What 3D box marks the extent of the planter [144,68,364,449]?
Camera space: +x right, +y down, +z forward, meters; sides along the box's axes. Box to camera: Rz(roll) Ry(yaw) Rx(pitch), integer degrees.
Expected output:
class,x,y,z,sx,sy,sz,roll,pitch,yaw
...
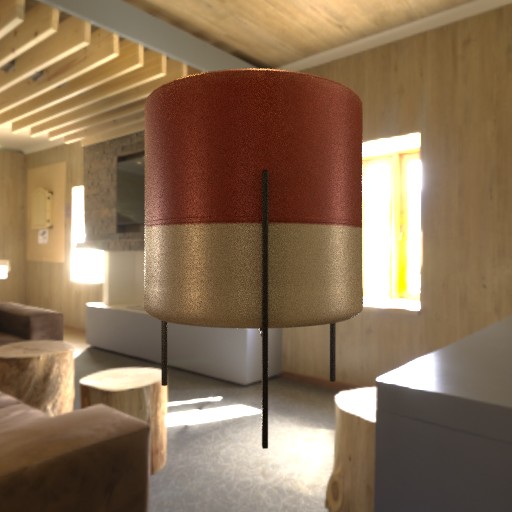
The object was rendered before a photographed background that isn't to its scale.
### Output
class,x,y,z,sx,sy,sz,roll,pitch,yaw
planter,0.000,0.000,0.718,0.354,0.465,0.345,0,1,-35
